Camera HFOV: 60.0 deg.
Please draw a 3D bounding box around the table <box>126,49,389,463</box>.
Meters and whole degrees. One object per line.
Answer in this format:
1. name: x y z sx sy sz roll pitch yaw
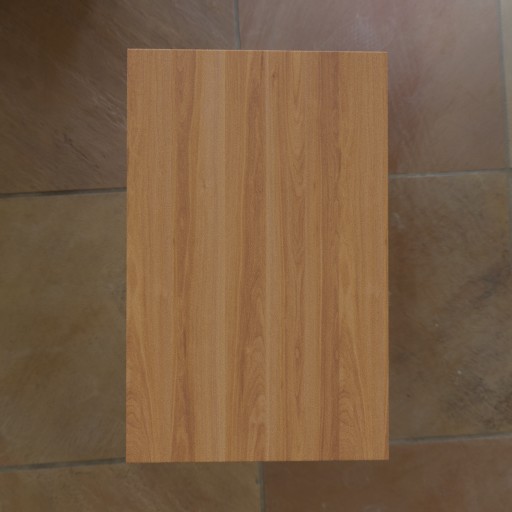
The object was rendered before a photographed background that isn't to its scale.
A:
1. table: 0.000 0.000 1.439 0.700 0.510 1.100 0 89 -1
